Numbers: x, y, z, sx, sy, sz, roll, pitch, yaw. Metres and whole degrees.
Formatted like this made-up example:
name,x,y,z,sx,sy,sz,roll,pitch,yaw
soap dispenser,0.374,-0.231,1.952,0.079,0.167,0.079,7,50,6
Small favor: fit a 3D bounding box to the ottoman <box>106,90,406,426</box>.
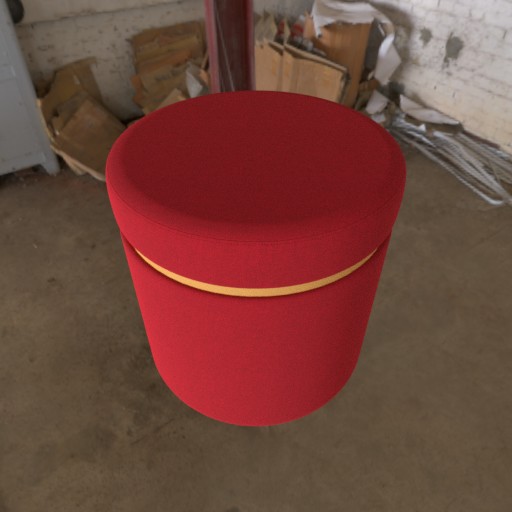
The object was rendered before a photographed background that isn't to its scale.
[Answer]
name,x,y,z,sx,sy,sz,roll,pitch,yaw
ottoman,0.000,0.000,0.728,0.400,0.406,0.400,0,42,0
